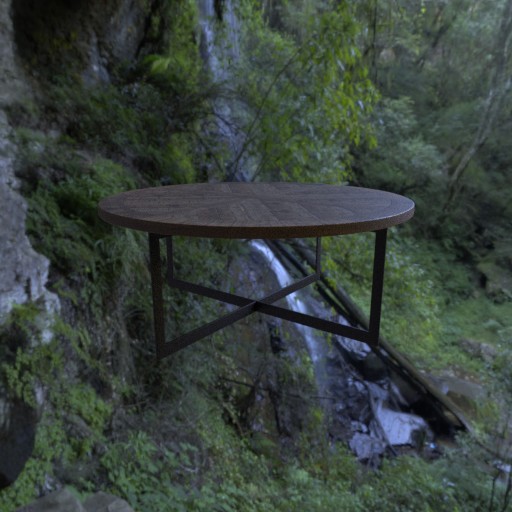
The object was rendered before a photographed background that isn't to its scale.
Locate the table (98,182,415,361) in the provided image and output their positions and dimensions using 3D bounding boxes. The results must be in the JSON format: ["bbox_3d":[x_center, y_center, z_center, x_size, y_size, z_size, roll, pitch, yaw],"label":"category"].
[{"bbox_3d":[0.000,0.000,1.936,1.264,0.516,1.264,0,15,0],"label":"table"}]
